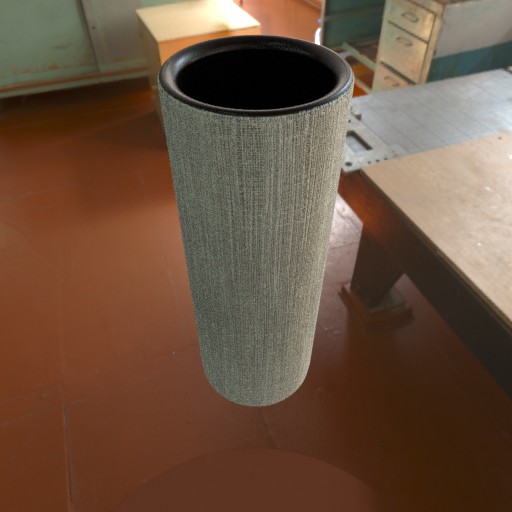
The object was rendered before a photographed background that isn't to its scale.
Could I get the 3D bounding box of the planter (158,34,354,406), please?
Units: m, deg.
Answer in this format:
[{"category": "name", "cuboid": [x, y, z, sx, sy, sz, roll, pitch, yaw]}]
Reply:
[{"category": "planter", "cuboid": [0.000, 0.000, 0.320, 0.100, 0.270, 0.100, 10, 46, 10]}]
